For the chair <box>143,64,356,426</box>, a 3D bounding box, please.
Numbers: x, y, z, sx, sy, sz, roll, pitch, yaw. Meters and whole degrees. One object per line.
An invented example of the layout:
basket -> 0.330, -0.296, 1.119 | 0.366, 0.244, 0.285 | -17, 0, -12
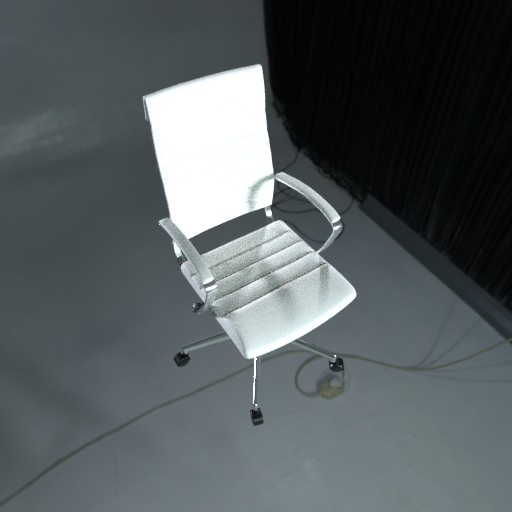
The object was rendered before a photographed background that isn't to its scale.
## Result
chair -> 0.000, 0.000, 1.700 | 0.766, 1.149, 0.739 | -25, 52, -22
